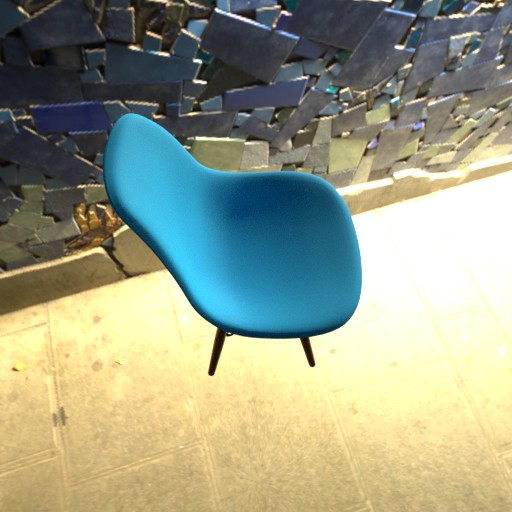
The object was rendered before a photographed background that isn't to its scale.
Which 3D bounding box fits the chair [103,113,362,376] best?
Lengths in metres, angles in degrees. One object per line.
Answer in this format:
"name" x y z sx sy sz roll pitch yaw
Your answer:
"chair" 0.000 0.000 1.146 0.533 0.826 0.470 -2 63 -1
